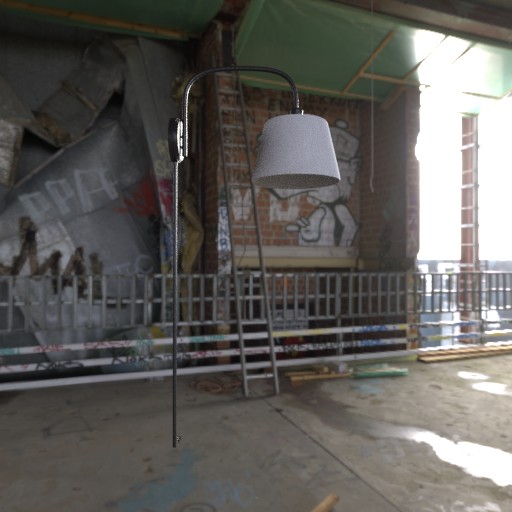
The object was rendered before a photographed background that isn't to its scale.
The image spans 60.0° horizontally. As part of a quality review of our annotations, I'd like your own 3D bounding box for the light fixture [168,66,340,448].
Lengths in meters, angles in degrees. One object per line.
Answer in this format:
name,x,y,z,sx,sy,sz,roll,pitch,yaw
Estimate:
light fixture,0.000,0.000,0.464,0.176,0.399,0.092,0,-1,0
